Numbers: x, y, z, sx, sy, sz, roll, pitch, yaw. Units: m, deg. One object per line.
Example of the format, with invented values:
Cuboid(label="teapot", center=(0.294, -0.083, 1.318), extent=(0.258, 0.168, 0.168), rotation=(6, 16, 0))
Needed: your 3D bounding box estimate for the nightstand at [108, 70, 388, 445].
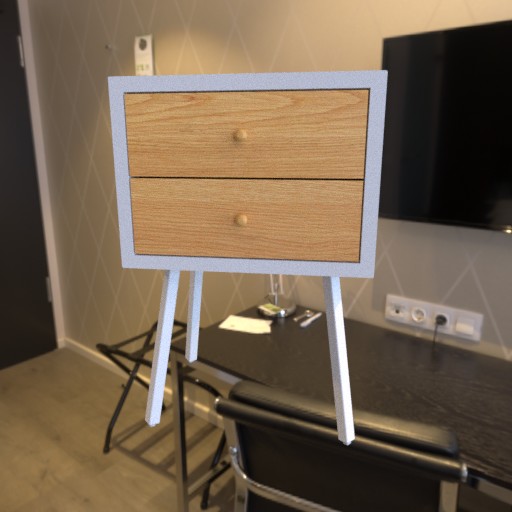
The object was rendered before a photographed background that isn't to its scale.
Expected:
Cuboid(label="nightstand", center=(0.000, 0.000, 0.834), extent=(0.400, 0.601, 0.316), rotation=(2, 14, 8))
